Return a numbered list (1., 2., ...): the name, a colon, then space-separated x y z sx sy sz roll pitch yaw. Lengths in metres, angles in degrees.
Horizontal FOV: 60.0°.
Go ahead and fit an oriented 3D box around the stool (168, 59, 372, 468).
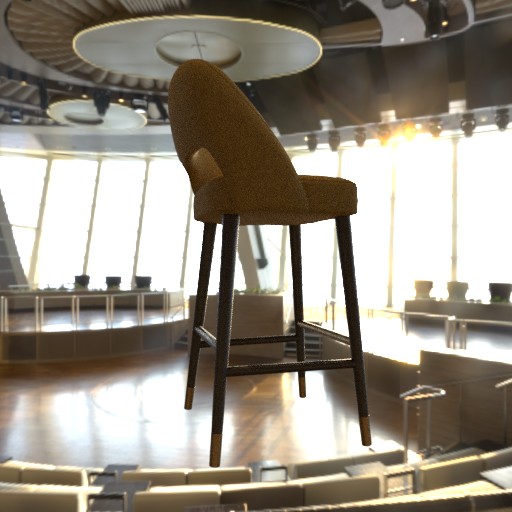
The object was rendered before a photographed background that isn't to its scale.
1. stool: 0.000 0.000 1.346 0.522 1.032 0.536 0 0 -17
